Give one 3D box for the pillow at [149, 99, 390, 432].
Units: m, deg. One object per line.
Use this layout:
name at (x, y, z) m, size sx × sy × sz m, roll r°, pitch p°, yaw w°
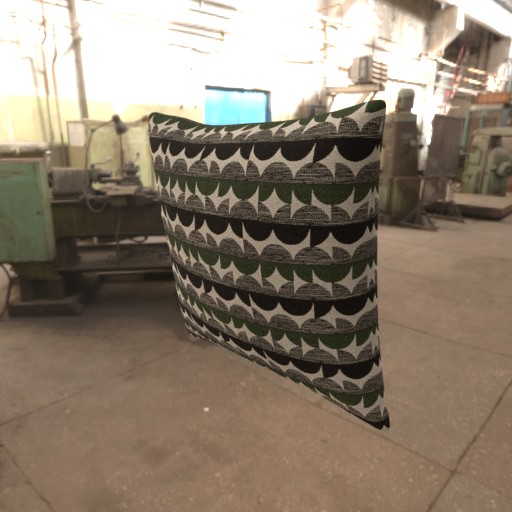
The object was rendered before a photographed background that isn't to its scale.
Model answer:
pillow at (0.000, 0.000, 0.635) m, size 0.180 × 0.404 × 0.419 m, roll -15°, pitch 21°, yaw -43°
